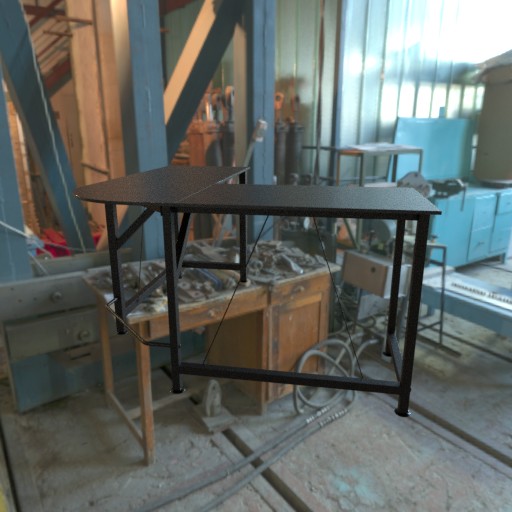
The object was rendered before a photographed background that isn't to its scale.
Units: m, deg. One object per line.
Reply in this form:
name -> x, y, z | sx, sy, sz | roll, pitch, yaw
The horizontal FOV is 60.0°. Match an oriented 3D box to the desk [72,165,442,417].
desk -> 0.000, 0.000, 2.243 | 1.400, 0.762, 1.400 | 3, 17, 9
